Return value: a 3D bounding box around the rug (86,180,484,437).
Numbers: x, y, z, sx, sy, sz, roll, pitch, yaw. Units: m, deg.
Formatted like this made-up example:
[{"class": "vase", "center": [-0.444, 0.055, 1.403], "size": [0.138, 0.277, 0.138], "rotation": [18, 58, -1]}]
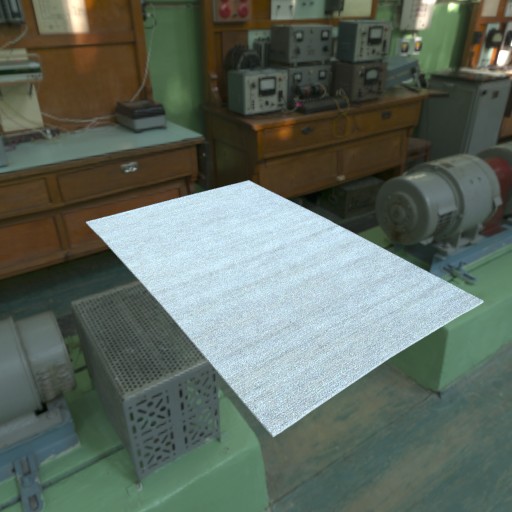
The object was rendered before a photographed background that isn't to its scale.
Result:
[{"class": "rug", "center": [0.000, 0.000, 2.282], "size": [1.179, 0.022, 1.820], "rotation": [-20, 36, -30]}]
